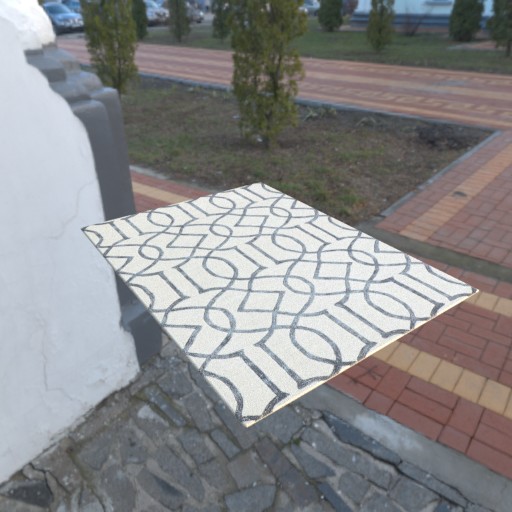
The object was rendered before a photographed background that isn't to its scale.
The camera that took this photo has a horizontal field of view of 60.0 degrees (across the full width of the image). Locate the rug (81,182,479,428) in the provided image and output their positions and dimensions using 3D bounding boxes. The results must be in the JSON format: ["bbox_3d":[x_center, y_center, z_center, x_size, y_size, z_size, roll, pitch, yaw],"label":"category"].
[{"bbox_3d":[0.000,0.000,3.923,2.211,0.021,2.910,-20,35,-30],"label":"rug"}]
